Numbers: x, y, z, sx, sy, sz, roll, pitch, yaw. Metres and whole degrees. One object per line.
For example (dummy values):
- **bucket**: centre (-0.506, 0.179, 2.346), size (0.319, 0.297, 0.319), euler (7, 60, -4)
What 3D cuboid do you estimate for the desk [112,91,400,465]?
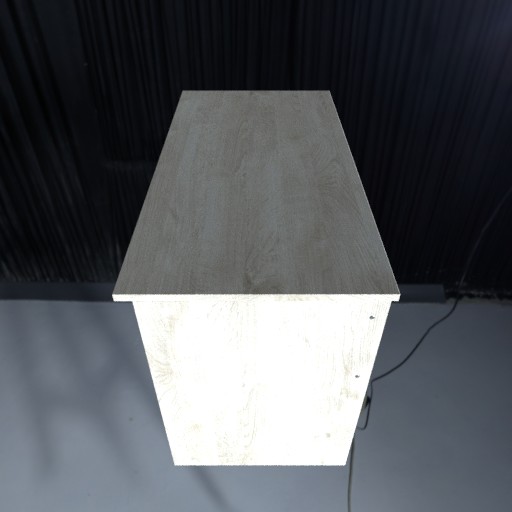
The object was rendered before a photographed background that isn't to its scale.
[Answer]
- **desk**: centre (0.000, 0.000, 1.513), size (0.560, 0.730, 1.096), euler (0, 40, 0)
